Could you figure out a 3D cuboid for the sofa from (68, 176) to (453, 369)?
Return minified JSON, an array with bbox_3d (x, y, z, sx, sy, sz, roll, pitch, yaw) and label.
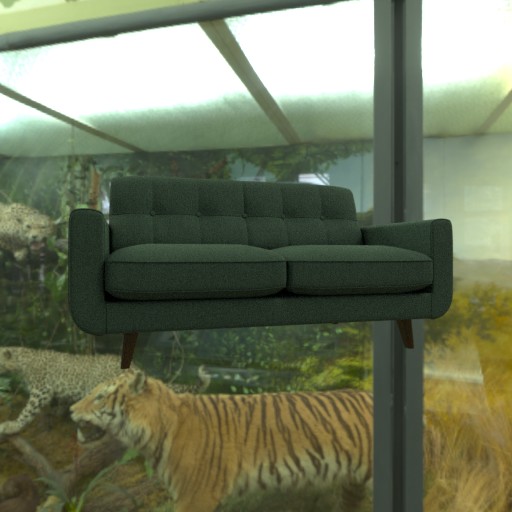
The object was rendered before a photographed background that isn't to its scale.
[{"bbox_3d":[0.000,0.000,2.190,1.631,0.841,0.909,0,0,-17],"label":"sofa"}]
